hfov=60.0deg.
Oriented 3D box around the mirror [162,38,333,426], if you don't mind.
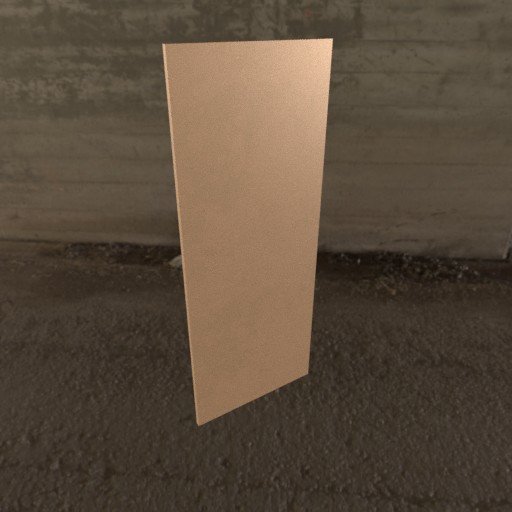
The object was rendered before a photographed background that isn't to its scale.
[{"bbox_3d":[0.000,0.000,2.324,0.812,2.031,0.026,-17,33,-28],"label":"mirror"}]
